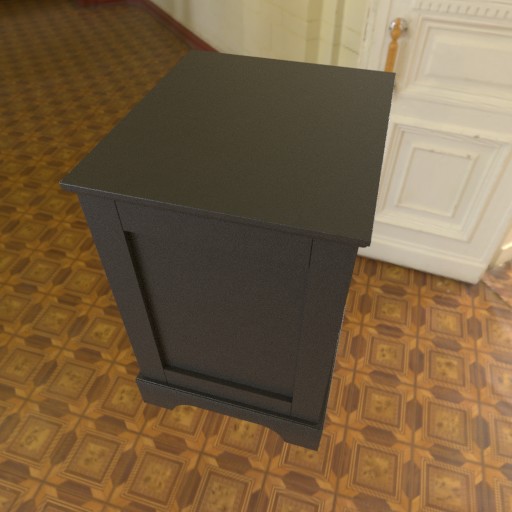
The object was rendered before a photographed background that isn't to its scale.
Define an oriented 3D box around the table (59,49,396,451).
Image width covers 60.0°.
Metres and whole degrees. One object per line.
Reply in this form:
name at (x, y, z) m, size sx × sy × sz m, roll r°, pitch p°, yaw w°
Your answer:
table at (0.000, 0.000, 0.904) m, size 0.399 × 0.610 × 0.460 m, roll 11°, pitch 47°, yaw 11°
